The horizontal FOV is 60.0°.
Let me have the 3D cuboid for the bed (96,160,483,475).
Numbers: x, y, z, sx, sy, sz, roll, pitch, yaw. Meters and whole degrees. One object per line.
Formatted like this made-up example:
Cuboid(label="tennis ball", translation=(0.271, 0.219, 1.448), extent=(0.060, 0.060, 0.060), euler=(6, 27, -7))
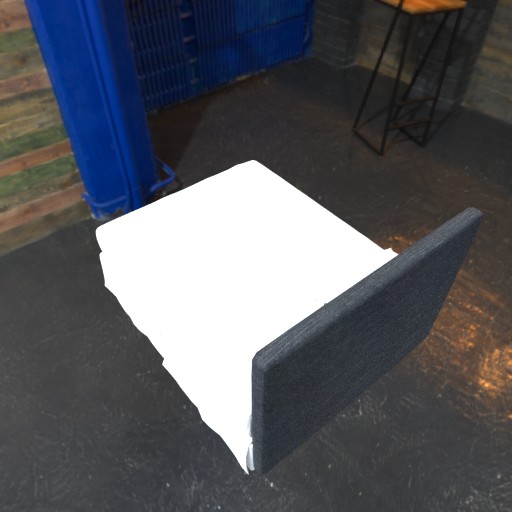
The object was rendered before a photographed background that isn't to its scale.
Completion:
Cuboid(label="bed", translation=(0.000, 0.000, 3.208), extent=(1.723, 1.330, 2.142), euler=(-29, 52, -26))
